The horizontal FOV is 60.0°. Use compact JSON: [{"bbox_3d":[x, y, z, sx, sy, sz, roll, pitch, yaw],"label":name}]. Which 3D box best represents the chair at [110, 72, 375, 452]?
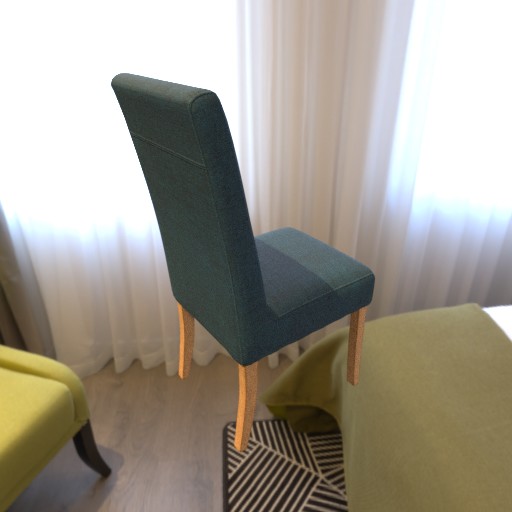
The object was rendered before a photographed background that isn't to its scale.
[{"bbox_3d":[0.000,0.000,1.341,0.610,1.029,0.450,-18,32,-31],"label":"chair"}]
